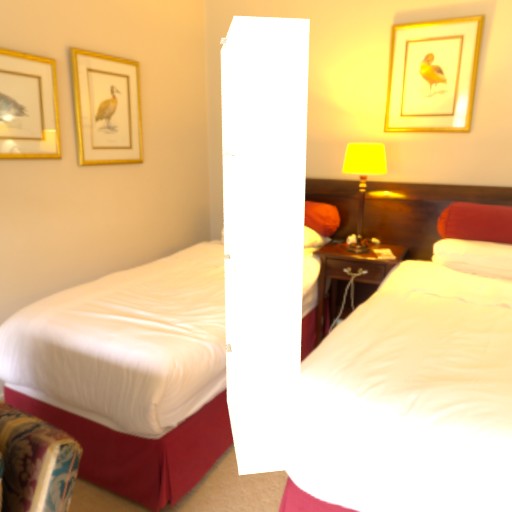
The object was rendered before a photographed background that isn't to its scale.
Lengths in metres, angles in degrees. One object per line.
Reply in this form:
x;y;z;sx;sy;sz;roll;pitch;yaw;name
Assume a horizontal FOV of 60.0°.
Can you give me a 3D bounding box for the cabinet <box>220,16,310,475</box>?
0.000;0.000;1.800;0.255;1.630;0.520;-2;14;-8;cabinet
